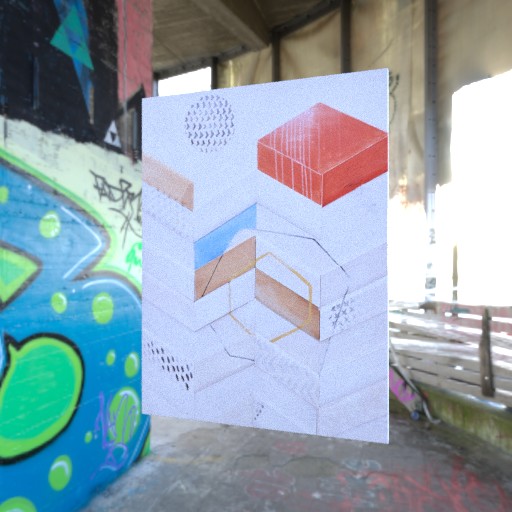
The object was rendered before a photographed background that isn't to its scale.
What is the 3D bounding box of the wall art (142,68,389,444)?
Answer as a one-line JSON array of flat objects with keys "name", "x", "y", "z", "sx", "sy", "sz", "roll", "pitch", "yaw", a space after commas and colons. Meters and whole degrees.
[{"name": "wall art", "x": 0.000, "y": 0.000, "z": 1.598, "sx": 0.914, "sy": 1.221, "sz": 0.046, "roll": 0, "pitch": 0, "yaw": 18}]
